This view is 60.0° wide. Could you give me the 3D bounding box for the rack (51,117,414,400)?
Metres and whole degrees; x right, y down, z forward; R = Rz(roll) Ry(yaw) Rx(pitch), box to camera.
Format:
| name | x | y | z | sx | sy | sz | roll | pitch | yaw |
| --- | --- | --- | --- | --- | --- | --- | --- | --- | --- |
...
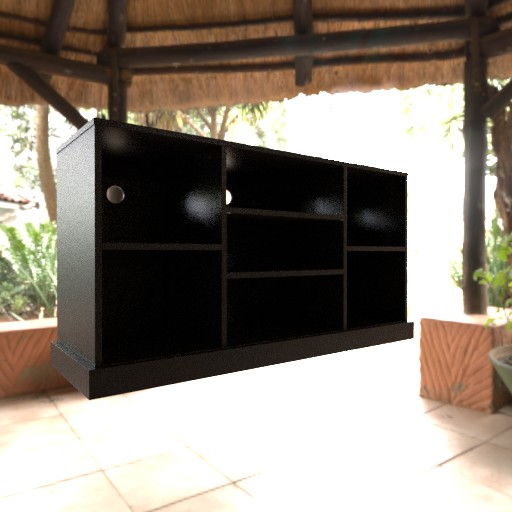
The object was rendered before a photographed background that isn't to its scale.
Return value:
| name | x | y | z | sx | sy | sz | roll | pitch | yaw |
| --- | --- | --- | --- | --- | --- | --- | --- | --- | --- |
| rack | 0.000 | 0.000 | 1.498 | 1.206 | 0.635 | 0.399 | 0 | 0 | -36 |
